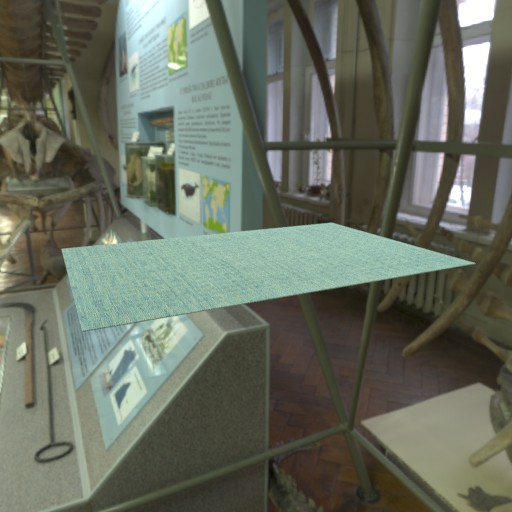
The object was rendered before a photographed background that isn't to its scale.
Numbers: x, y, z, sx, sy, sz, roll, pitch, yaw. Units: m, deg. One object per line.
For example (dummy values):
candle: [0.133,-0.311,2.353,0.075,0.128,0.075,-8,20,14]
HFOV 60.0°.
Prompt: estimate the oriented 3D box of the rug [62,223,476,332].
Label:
rug: [0.000,0.000,2.923,2.286,0.006,1.522,-7,16,-25]
